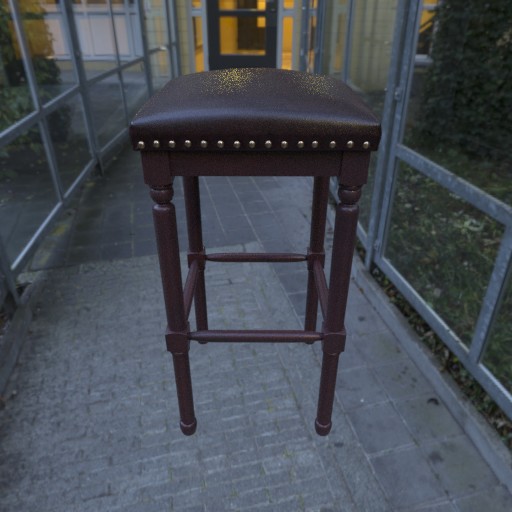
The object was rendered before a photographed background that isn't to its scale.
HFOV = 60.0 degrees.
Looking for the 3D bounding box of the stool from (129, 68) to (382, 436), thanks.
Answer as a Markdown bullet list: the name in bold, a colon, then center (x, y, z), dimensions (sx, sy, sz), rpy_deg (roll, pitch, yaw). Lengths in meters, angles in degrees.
- **stool**: center (0.000, 0.000, 0.987), dimensions (0.383, 0.768, 0.382), rpy_deg (0, 30, 0)
